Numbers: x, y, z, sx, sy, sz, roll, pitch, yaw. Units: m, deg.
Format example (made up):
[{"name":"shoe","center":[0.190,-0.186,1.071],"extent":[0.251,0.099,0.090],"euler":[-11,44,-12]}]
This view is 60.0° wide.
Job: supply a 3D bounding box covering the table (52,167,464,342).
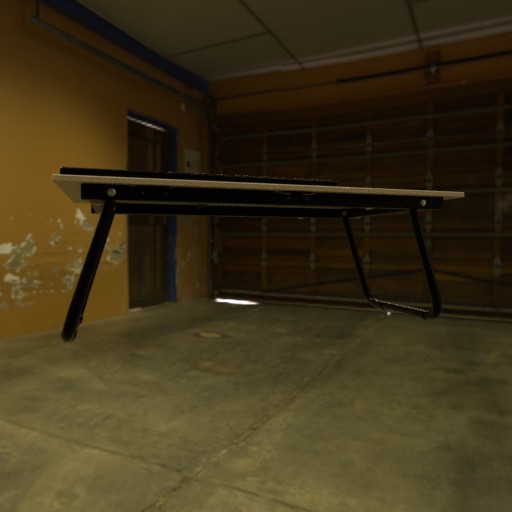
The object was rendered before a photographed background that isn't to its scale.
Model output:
[{"name":"table","center":[0.000,0.000,0.811],"extent":[0.644,0.242,0.322],"euler":[-1,2,-18]}]
